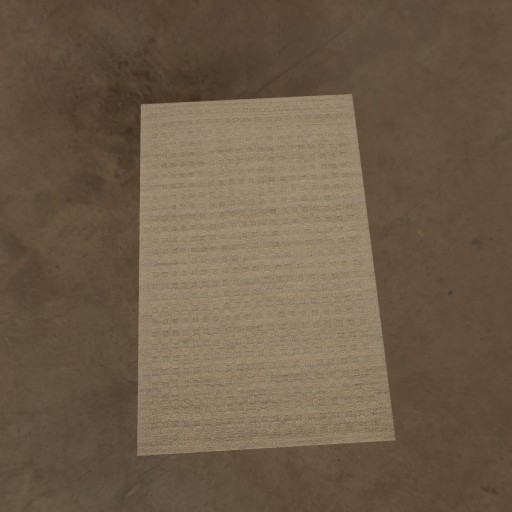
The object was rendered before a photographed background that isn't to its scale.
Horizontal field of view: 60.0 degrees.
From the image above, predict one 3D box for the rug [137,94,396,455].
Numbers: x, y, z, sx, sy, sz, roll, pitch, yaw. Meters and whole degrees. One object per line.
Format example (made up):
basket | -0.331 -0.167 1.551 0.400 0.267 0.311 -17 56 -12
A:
rug | 0.000 0.000 2.178 1.142 0.006 1.752 -3 76 -1
